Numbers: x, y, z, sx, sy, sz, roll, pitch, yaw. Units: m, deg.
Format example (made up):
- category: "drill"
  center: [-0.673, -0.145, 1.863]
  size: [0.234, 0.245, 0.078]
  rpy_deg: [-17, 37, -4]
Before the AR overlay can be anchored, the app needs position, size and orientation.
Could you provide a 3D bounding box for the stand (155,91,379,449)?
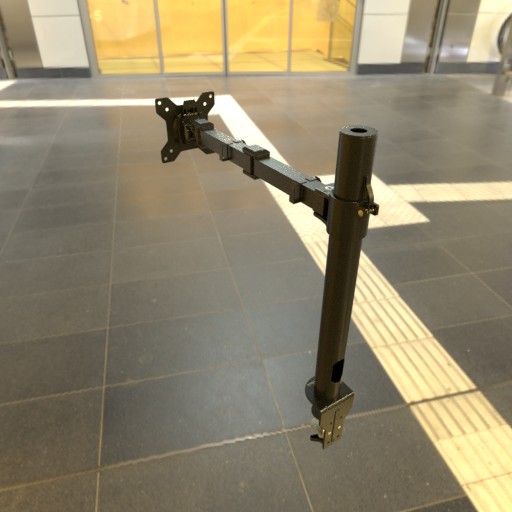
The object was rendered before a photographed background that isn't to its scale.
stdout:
- category: "stand"
  center: [0.000, 0.000, 0.730]
  size: [0.115, 0.510, 0.456]
  rpy_deg: [-19, 37, -27]
